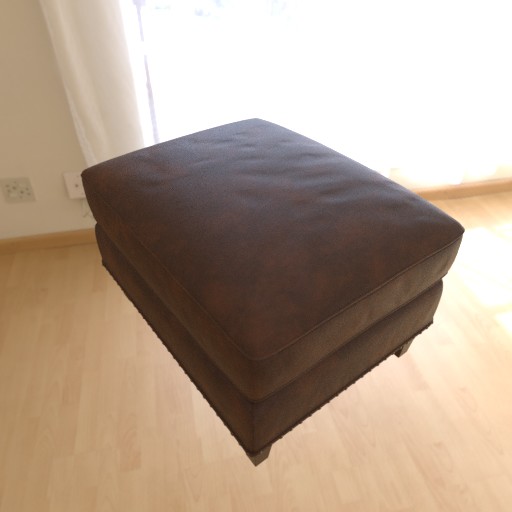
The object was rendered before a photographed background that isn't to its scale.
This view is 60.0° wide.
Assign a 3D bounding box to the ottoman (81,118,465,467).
[{"bbox_3d":[0.000,0.000,1.128,0.586,0.486,0.742,-26,46,-28],"label":"ottoman"}]
